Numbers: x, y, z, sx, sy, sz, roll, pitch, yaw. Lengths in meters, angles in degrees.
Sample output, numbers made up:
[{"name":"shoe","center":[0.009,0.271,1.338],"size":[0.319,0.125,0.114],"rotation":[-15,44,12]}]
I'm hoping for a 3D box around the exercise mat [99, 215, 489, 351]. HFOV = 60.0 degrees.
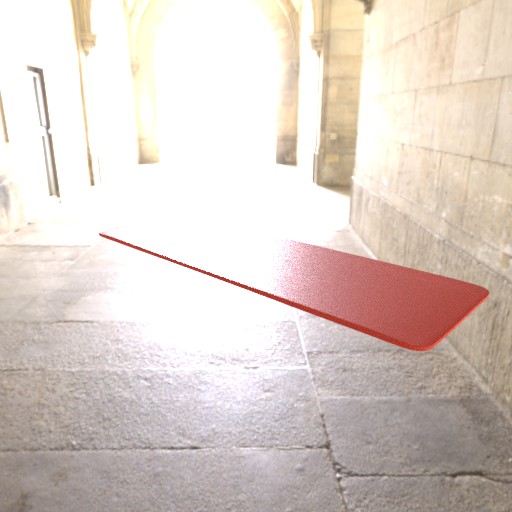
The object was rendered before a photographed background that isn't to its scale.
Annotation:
[{"name":"exercise mat","center":[0.000,0.000,2.047],"size":[1.869,0.021,0.616],"rotation":[16,24,41]}]
